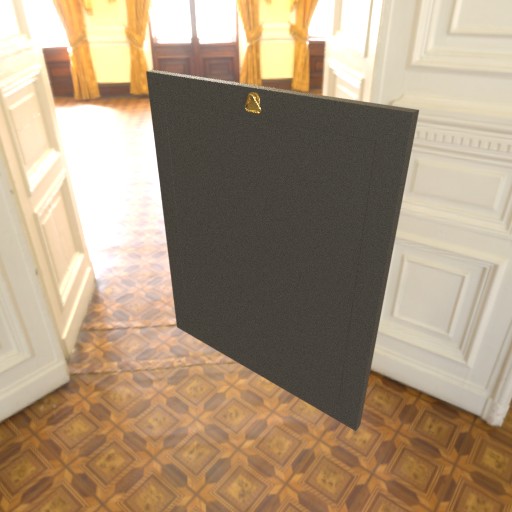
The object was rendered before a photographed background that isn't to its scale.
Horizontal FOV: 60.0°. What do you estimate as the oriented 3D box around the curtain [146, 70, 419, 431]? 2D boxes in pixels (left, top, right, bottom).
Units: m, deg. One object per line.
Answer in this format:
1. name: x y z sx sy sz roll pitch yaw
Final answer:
1. curtain: 0.000 0.000 0.809 0.483 0.585 0.027 22 38 32
